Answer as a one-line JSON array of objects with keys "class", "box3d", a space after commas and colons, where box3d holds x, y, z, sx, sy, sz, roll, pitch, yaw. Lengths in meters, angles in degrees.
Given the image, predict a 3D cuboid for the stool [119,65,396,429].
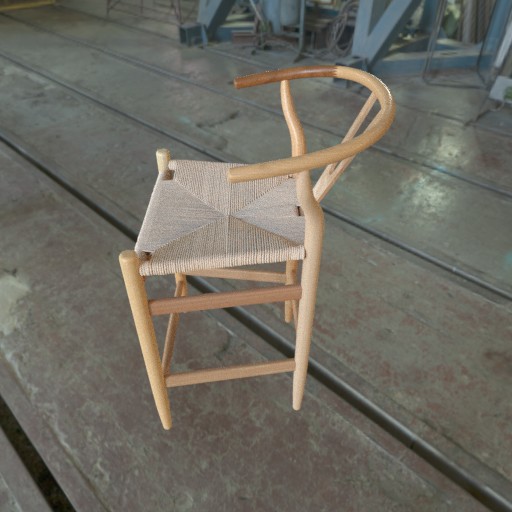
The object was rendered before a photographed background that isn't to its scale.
[{"class": "stool", "box3d": [0.000, 0.000, 1.232, 0.575, 0.923, 0.536, -1, 39, -1]}]
